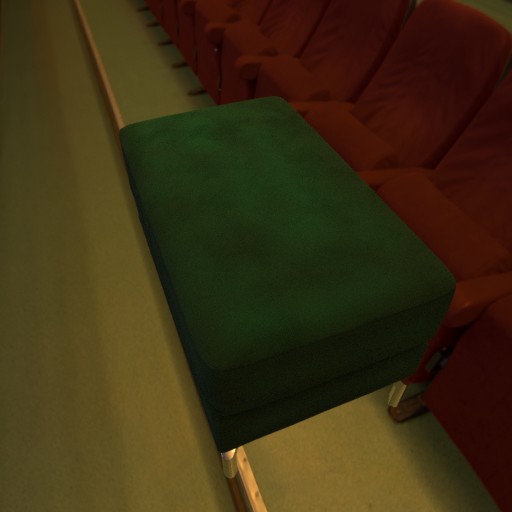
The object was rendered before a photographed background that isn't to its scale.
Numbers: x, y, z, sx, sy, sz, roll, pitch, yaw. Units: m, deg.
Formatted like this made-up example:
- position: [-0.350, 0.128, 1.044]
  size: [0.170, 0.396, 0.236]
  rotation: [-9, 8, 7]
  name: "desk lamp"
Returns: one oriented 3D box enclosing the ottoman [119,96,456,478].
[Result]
- position: [0.000, 0.000, 1.233]
  size: [0.536, 0.533, 0.886]
  rotation: [-16, 48, -15]
  name: "ottoman"
